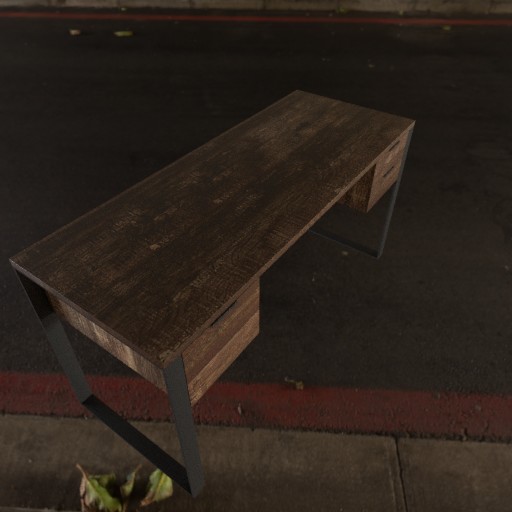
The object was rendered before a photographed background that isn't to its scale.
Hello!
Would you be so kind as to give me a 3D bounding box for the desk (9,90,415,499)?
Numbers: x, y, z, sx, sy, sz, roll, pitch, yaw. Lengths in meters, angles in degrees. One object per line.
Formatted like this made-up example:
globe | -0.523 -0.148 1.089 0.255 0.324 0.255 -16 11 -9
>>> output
desk | 0.000 0.000 1.818 0.599 0.762 1.524 25 47 26
